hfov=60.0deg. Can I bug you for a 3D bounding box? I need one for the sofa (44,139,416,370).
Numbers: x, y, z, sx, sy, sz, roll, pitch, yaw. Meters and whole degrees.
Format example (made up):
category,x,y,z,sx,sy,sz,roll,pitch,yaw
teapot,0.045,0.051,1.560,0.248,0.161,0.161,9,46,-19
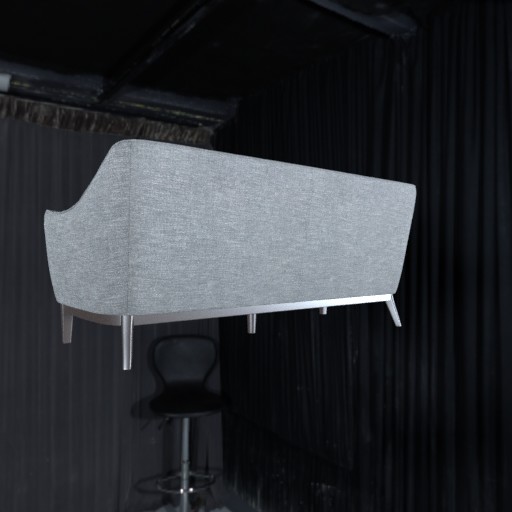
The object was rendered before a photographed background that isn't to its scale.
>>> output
category,x,y,z,sx,sy,sz,roll,pitch,yaw
sofa,0.000,0.000,2.359,1.928,0.829,0.867,0,0,-37
